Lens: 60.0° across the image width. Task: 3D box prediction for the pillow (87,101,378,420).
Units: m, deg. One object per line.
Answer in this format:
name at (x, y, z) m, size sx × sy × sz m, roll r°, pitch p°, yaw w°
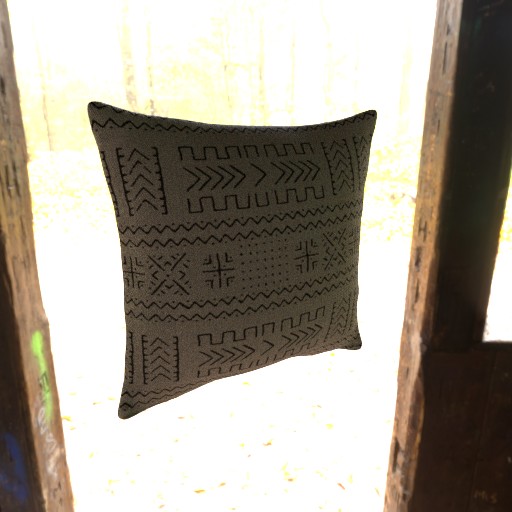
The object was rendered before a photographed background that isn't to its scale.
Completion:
pillow at (0.000, 0.000, 0.662) m, size 0.438 × 0.430 × 0.164 m, roll -9°, pitch 19°, yaw -26°
